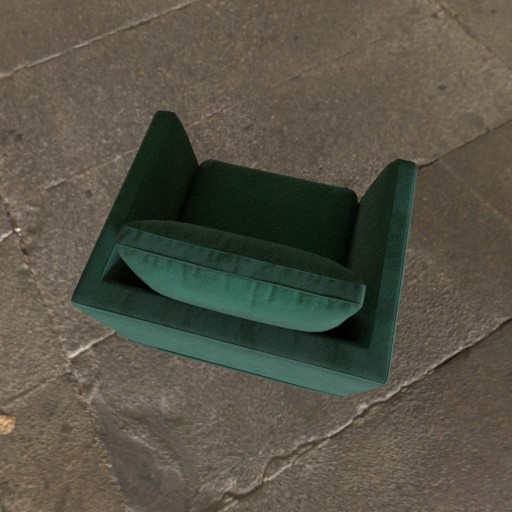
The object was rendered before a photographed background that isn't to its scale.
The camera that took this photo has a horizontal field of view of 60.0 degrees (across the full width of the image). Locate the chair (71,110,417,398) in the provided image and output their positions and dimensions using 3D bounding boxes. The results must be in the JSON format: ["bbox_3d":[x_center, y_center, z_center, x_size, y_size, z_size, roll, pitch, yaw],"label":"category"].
[{"bbox_3d":[0.000,0.000,1.775,1.047,0.997,0.852,13,66,6],"label":"chair"}]
